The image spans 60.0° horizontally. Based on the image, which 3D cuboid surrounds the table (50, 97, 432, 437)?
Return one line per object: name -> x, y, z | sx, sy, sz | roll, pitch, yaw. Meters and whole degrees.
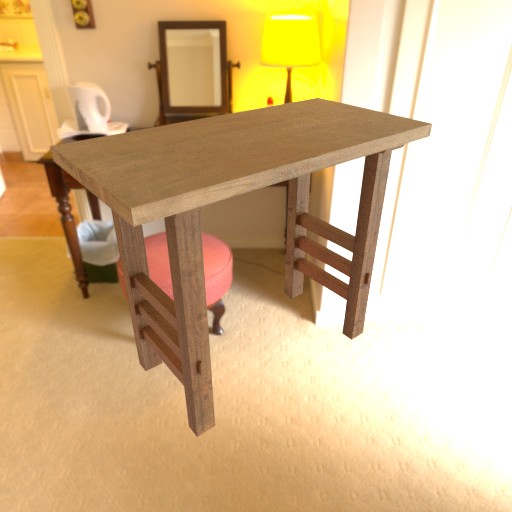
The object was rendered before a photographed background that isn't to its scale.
table -> 0.000, 0.000, 1.658 | 1.119, 0.914, 0.556 | -22, 37, -32
